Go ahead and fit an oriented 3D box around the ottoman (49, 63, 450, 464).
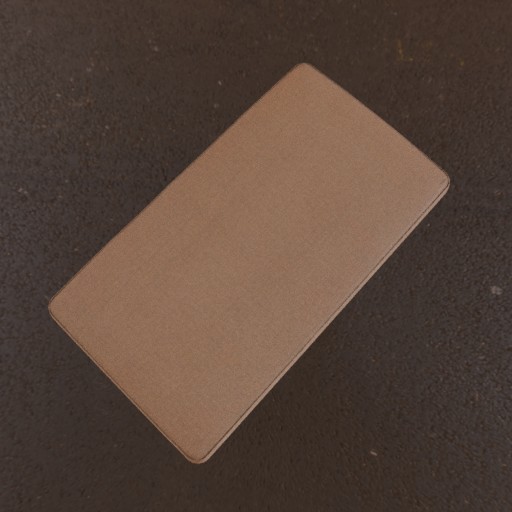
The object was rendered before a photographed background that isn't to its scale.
[{"bbox_3d":[0.000,0.000,1.430,0.617,0.448,1.097,42,80,9],"label":"ottoman"}]
